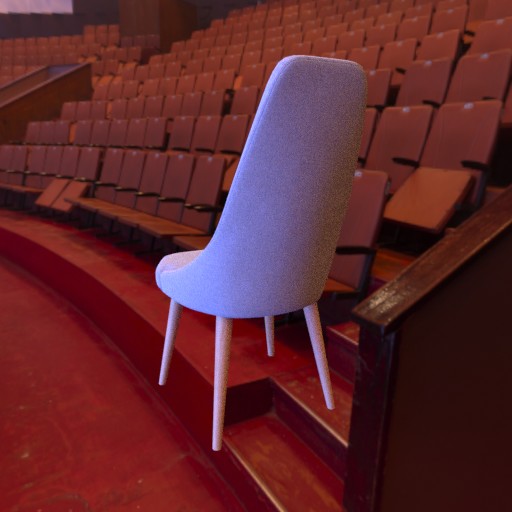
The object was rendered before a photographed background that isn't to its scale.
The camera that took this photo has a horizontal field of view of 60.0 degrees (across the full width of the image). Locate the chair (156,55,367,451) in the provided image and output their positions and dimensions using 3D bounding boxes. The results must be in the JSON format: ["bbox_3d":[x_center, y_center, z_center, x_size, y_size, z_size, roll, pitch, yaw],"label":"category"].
[{"bbox_3d":[0.000,0.000,1.371,0.510,1.040,0.660,-8,16,-28],"label":"chair"}]
